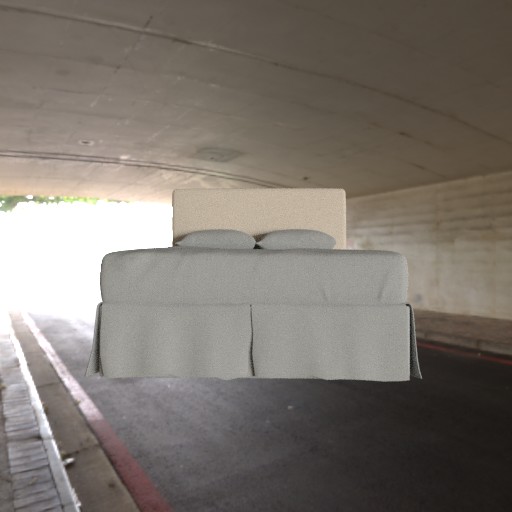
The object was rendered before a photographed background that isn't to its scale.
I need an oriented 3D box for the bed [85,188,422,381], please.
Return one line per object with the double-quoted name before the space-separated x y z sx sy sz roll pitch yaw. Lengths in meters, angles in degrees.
"bed" 0.000 0.000 3.320 1.748 1.330 2.142 0 0 1
